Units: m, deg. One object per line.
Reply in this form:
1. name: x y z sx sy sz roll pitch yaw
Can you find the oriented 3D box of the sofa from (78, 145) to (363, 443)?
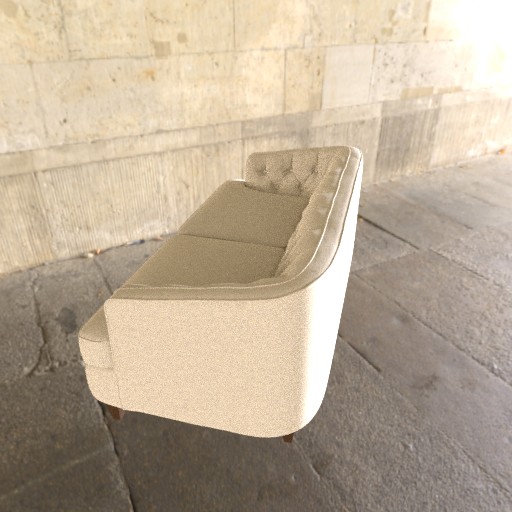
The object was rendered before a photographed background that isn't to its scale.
1. sofa: 0.000 0.000 2.244 0.941 0.855 1.733 8 31 14
